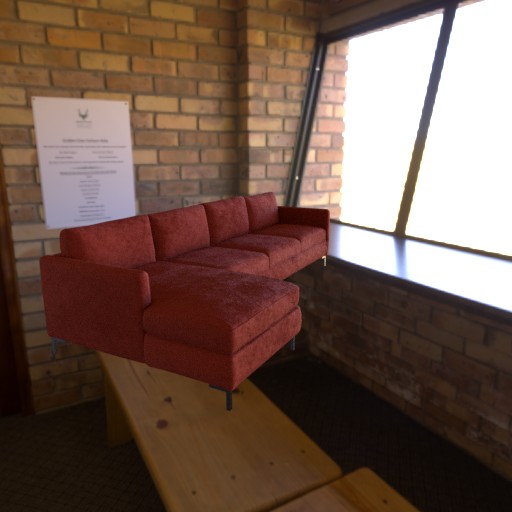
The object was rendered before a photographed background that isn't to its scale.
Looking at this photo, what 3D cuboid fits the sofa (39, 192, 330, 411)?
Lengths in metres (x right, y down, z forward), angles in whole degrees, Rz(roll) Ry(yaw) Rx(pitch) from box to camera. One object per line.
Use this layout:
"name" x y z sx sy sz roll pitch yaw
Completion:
"sofa" 0.000 0.000 2.983 1.136 0.663 2.467 7 15 27
